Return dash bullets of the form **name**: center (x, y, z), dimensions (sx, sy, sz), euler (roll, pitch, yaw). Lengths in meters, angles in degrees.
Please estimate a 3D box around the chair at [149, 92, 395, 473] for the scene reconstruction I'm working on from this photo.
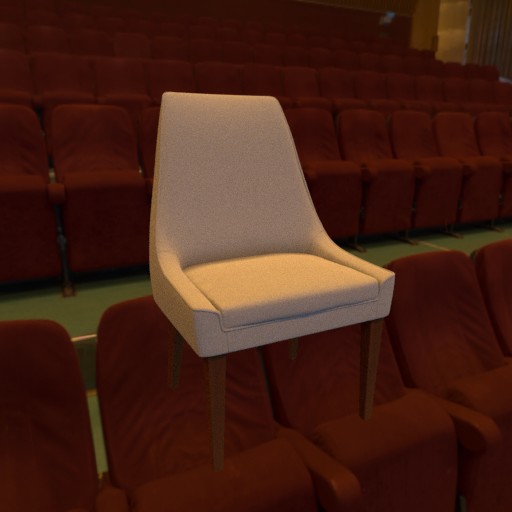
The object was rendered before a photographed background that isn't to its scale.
- **chair**: center (0.000, 0.000, 1.201), dimensions (0.529, 0.861, 0.544), euler (-7, 17, -25)
